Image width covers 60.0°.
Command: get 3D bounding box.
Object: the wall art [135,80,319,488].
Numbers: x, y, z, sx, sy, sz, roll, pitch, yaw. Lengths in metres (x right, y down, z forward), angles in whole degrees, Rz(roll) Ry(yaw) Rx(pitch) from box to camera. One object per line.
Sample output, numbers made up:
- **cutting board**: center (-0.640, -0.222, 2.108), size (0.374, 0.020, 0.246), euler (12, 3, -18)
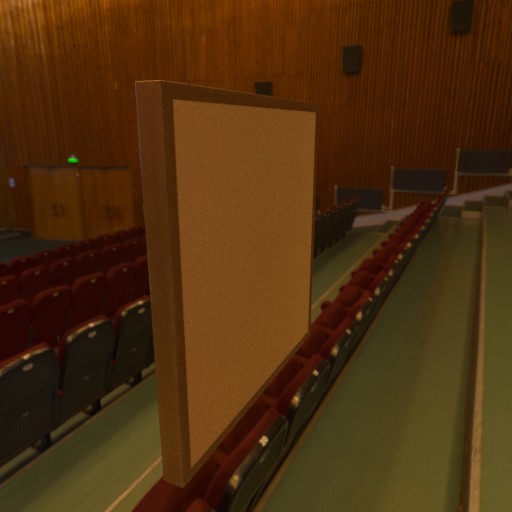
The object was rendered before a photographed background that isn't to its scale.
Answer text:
- **wall art**: center (0.000, 0.000, 0.748), size (0.033, 0.509, 0.510), euler (8, 18, 25)
